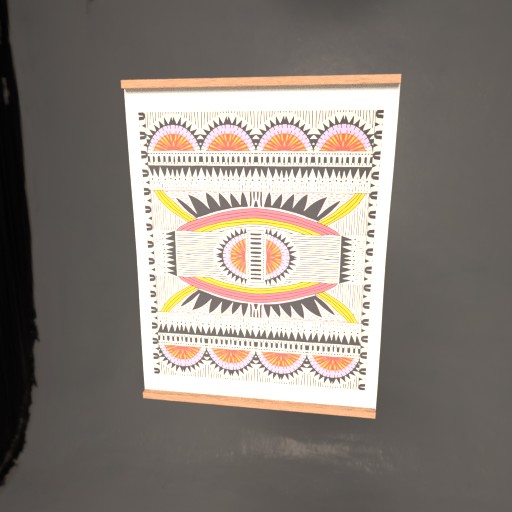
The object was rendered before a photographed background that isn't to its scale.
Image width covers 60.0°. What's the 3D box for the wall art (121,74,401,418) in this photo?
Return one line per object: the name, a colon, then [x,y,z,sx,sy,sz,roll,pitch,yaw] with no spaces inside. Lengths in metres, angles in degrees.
wall art: [0.000,0.000,0.703,0.403,0.527,0.028,2,14,8]
